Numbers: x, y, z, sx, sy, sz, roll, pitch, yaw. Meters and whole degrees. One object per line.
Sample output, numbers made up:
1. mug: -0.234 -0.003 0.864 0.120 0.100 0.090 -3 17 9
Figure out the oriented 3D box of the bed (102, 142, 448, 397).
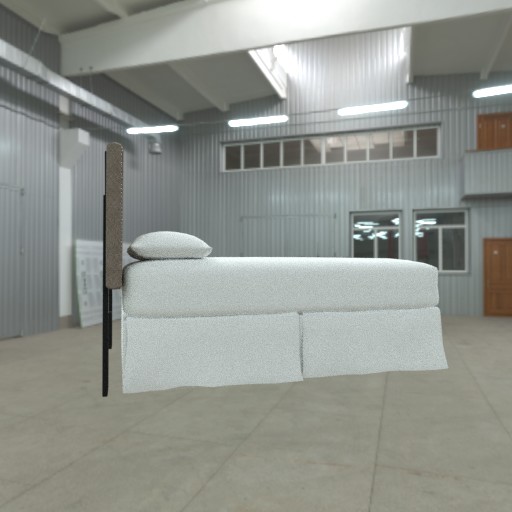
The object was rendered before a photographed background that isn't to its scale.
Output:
1. bed: 0.000 0.000 3.369 2.153 1.518 1.713 0 -1 -17
